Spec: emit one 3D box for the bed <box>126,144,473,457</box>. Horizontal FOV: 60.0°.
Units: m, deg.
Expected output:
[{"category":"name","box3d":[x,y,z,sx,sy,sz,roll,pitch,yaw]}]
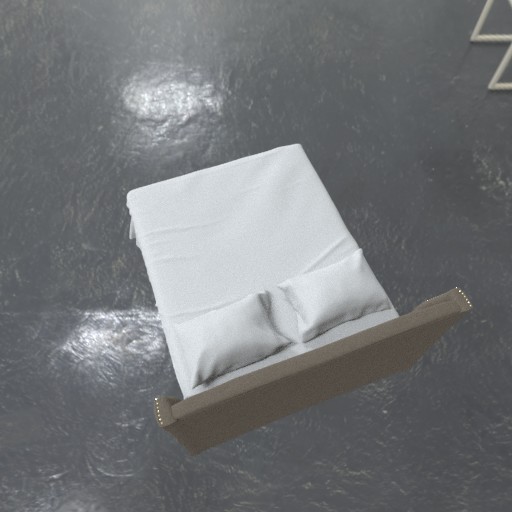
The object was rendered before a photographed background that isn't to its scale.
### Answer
[{"category":"bed","box3d":[0.000,0.000,3.513,1.925,1.332,2.276,-18,62,-10]}]
